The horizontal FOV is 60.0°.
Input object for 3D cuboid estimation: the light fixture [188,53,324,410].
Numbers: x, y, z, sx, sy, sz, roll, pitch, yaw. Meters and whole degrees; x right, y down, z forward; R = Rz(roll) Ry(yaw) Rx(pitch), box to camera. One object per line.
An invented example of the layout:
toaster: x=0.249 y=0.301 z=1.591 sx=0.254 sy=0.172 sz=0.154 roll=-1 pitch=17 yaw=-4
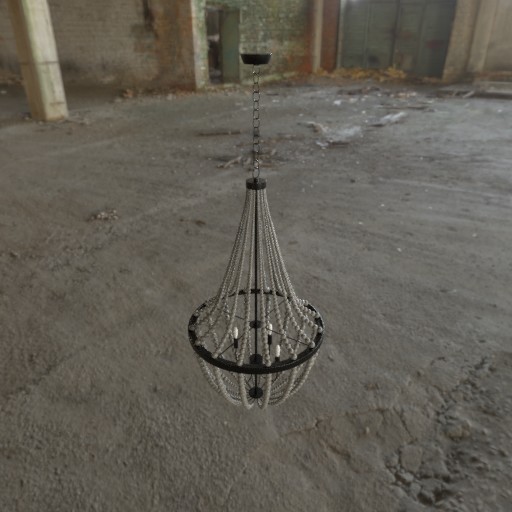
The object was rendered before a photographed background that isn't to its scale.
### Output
light fixture: x=0.000 y=0.000 z=1.363 sx=0.450 sy=1.133 sz=0.450 roll=0 pitch=27 yaw=0
